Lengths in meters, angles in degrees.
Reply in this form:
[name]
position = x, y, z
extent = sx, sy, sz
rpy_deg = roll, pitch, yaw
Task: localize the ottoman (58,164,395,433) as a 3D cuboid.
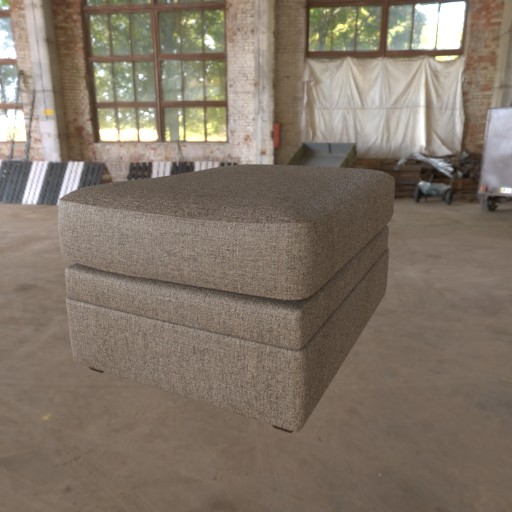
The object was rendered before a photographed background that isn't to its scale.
[ottoman]
position = 0.000, 0.000, 1.282
extent = 0.637, 0.478, 0.885
rpy_deg = 8, 18, 26
